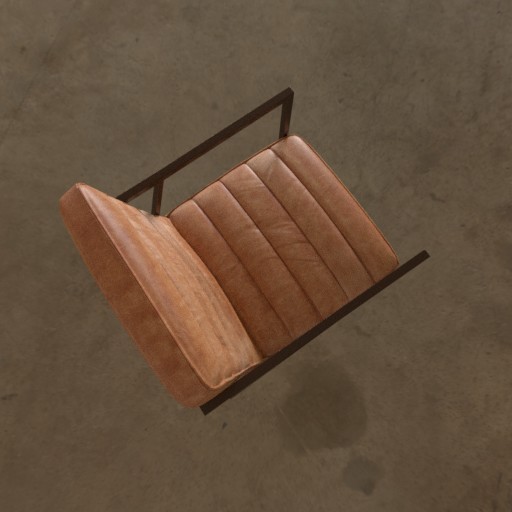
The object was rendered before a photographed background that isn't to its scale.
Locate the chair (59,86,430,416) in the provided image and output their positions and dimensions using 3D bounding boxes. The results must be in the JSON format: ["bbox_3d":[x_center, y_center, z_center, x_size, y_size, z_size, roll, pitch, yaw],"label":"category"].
[{"bbox_3d":[0.000,0.000,1.256,0.677,0.832,0.571,-34,78,-8],"label":"chair"}]
